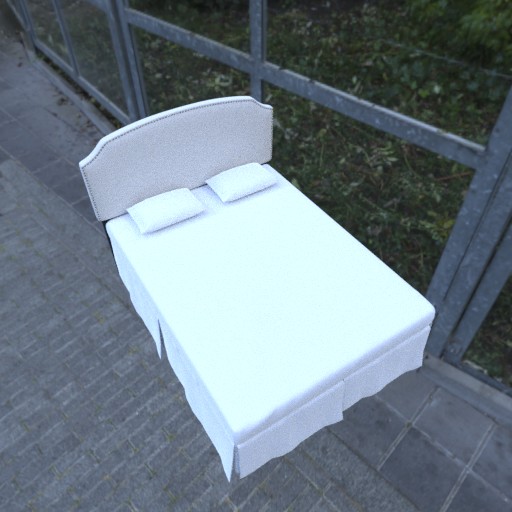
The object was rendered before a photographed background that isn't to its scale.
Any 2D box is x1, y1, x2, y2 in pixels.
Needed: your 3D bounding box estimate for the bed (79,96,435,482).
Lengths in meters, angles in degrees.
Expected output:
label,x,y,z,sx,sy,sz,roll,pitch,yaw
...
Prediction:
label,x,y,z,sx,sy,sz,roll,pitch,yaw
bed,0.000,0.000,2.944,1.558,1.270,1.999,-24,50,-22
